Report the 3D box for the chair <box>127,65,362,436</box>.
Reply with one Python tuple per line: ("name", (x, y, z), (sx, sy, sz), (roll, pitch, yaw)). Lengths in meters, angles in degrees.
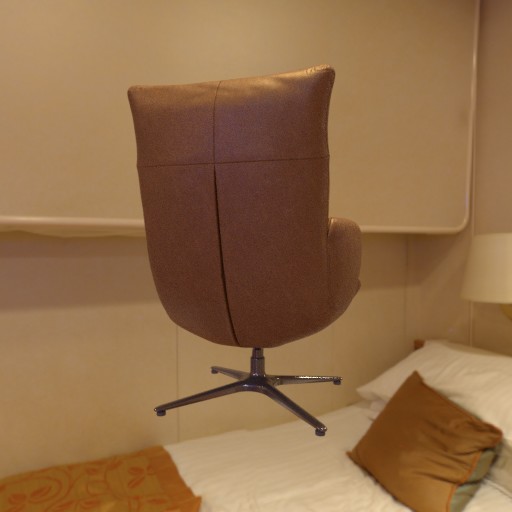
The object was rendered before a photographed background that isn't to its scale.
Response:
("chair", (0.000, 0.000, 1.562), (0.711, 1.027, 0.794), (1, 2, 16))
